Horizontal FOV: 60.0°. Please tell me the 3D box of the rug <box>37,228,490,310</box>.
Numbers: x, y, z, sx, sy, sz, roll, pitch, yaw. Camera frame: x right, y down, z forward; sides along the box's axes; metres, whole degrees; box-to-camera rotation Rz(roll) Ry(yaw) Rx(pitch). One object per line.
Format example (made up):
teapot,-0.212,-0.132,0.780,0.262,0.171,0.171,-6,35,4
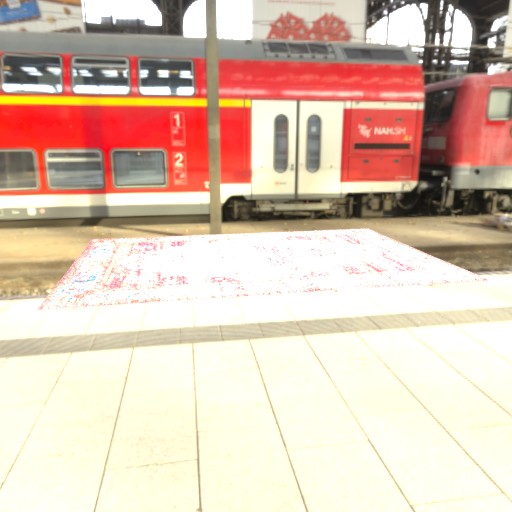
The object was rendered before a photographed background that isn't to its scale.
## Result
rug,0.000,0.000,2.324,1.829,0.006,1.219,-3,15,-11
